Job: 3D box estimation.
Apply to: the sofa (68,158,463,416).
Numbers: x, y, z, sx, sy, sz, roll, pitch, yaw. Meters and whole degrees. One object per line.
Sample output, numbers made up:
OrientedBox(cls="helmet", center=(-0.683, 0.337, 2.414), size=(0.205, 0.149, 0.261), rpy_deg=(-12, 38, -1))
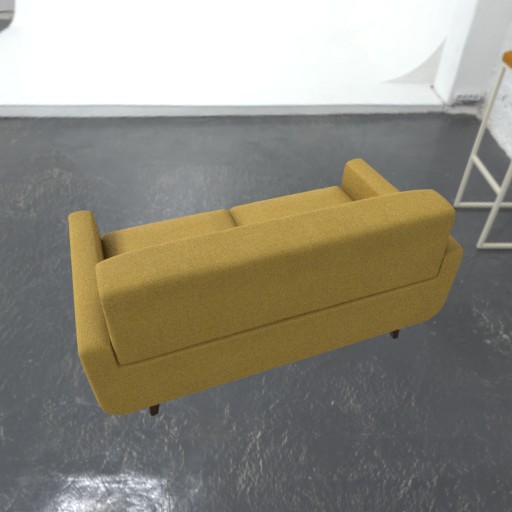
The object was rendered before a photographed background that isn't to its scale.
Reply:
OrientedBox(cls="sofa", center=(0.000, 0.000, 2.141), size=(1.631, 0.841, 0.909), rpy_deg=(-13, 42, -15))
